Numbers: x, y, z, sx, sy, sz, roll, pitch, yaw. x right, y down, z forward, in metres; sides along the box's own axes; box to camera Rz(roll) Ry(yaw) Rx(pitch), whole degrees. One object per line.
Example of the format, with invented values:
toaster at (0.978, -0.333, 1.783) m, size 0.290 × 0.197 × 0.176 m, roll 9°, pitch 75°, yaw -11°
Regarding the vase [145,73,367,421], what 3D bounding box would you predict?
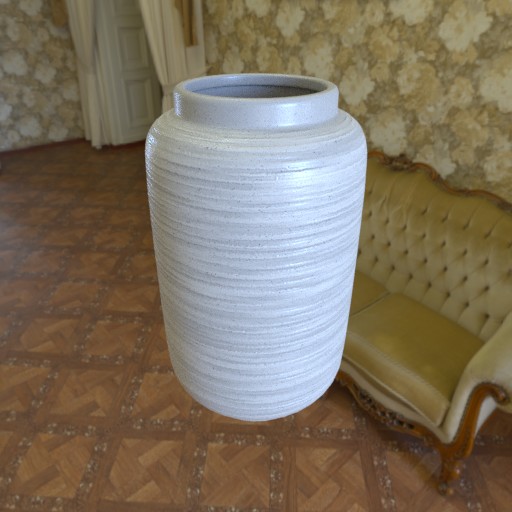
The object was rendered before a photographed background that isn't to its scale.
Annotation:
vase at (0.000, 0.000, 0.459) m, size 0.202 × 0.335 × 0.202 m, roll 0°, pitch 30°, yaw 0°
